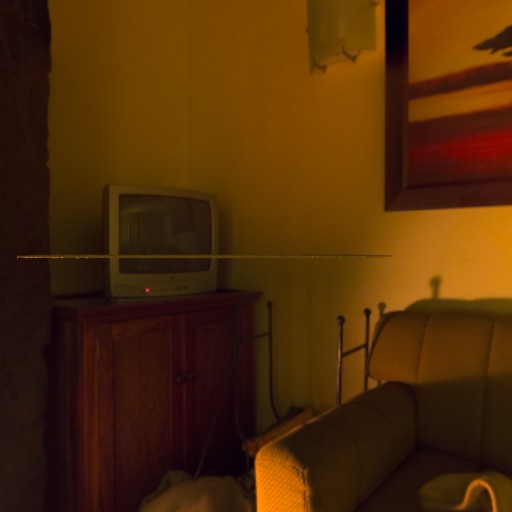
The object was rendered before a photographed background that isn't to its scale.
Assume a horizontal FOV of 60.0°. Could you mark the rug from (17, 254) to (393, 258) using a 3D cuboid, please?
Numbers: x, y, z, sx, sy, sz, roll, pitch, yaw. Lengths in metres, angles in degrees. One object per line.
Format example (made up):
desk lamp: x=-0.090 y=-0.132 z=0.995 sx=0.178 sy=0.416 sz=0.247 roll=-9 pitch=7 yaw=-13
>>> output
rug: x=0.000 y=0.000 z=2.856 sx=1.609 sy=0.013 sz=2.214 roll=0 pitch=0 yaw=19
